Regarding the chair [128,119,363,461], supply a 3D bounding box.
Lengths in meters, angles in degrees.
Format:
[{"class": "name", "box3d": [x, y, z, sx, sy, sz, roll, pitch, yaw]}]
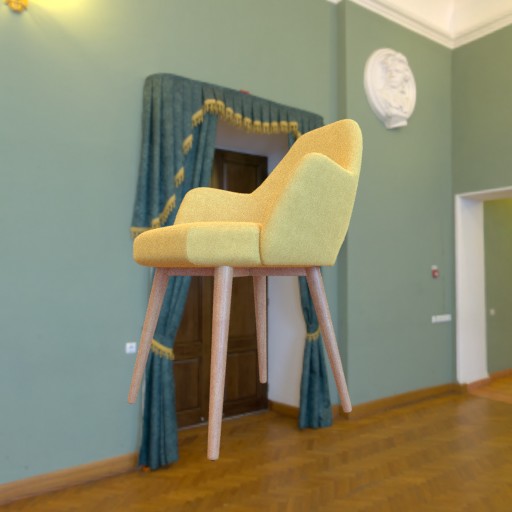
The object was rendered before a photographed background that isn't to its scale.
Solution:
[{"class": "chair", "box3d": [0.000, 0.000, 1.244, 0.610, 0.840, 0.590, 1, -2, -36]}]
